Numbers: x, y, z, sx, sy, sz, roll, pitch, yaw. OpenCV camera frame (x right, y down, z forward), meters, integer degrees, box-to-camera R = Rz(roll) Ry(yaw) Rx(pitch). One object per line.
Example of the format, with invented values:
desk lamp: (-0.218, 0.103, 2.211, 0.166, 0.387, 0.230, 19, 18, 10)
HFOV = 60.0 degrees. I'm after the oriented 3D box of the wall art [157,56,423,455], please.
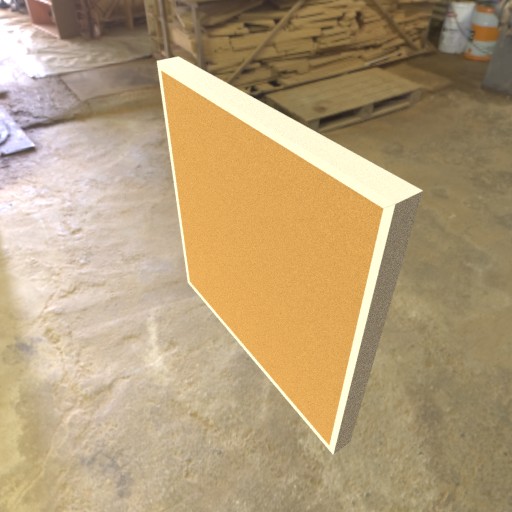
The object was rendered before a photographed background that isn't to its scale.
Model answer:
wall art: (0.000, 0.000, 0.747, 0.040, 0.509, 0.509, -25, 47, -26)
